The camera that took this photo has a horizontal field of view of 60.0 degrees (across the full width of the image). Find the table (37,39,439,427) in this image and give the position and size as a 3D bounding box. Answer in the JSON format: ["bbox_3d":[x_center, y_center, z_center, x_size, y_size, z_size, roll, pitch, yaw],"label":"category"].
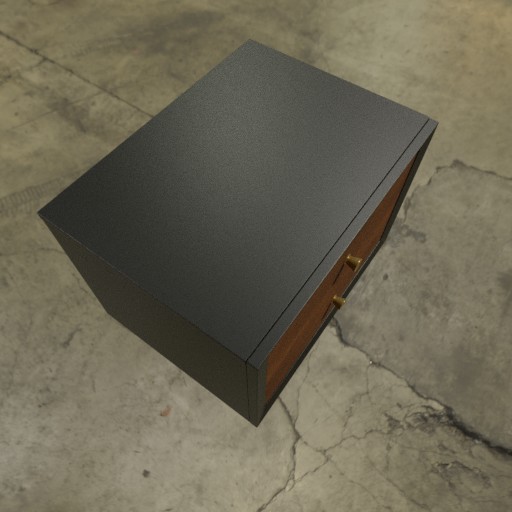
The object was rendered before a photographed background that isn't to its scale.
[{"bbox_3d":[0.000,0.000,0.995,0.441,0.584,0.564,32,64,18],"label":"table"}]
